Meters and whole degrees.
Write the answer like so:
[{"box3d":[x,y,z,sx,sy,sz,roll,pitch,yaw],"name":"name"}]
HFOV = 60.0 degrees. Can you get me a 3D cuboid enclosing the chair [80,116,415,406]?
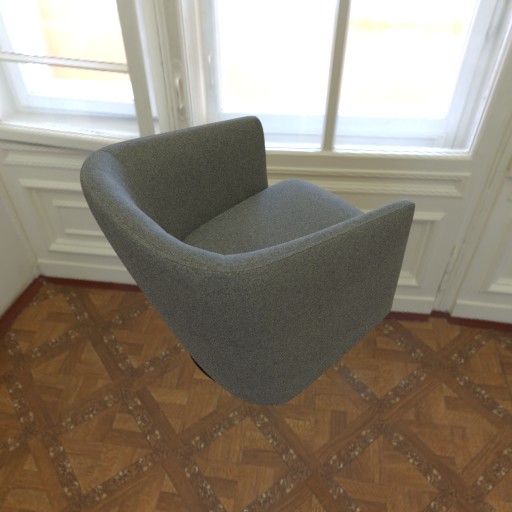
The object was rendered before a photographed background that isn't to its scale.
[{"box3d":[0.000,0.000,1.613,0.986,0.861,0.822,-28,48,-28],"name":"chair"}]
